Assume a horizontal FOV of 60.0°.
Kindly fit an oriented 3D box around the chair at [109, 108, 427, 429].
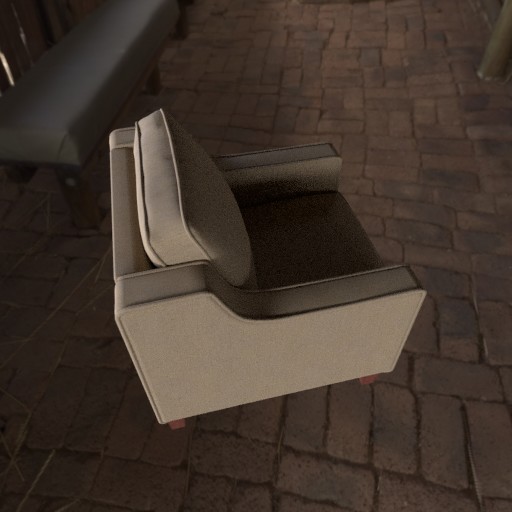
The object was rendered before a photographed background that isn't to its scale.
[{"bbox_3d":[0.000,0.000,1.660,0.909,0.960,0.831,-10,48,-9],"label":"chair"}]
